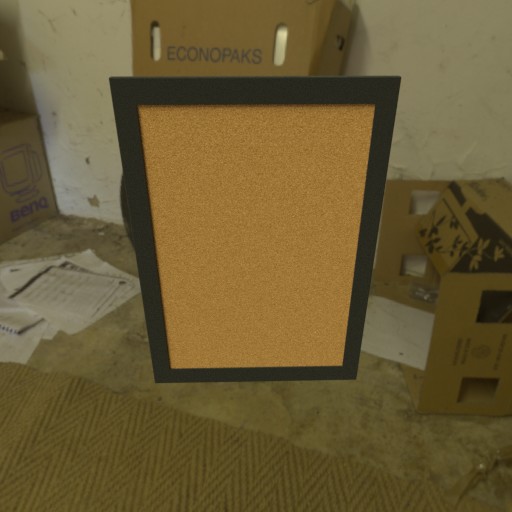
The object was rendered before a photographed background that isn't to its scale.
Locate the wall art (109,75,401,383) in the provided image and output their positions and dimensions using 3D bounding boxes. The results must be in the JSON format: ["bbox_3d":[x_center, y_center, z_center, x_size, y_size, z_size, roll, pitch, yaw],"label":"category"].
[{"bbox_3d":[0.000,0.000,0.699,0.374,0.529,0.012,-1,29,-1],"label":"wall art"}]
